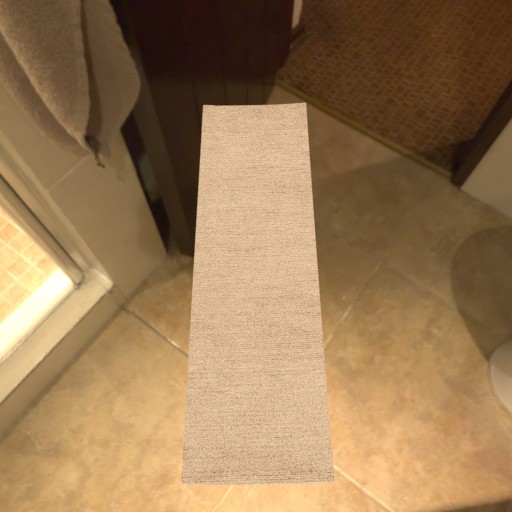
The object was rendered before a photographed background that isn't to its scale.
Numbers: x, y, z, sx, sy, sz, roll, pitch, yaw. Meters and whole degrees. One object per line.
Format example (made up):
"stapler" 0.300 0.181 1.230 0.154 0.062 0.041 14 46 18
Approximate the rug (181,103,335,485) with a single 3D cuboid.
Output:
"rug" 0.000 0.000 2.552 0.712 0.013 2.346 0 64 0
